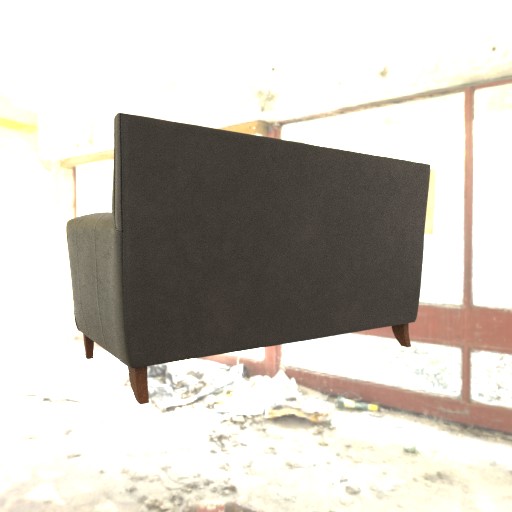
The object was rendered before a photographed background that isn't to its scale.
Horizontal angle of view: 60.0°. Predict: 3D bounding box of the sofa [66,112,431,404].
[{"bbox_3d":[0.000,0.000,2.001,1.473,0.871,0.787,-1,2,-35],"label":"sofa"}]
